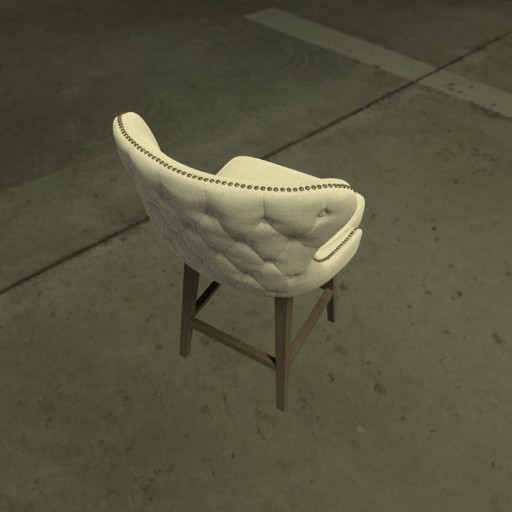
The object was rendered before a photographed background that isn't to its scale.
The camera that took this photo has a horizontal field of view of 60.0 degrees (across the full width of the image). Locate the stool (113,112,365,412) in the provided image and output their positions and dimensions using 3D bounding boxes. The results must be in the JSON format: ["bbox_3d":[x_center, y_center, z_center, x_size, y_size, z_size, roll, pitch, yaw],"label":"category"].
[{"bbox_3d":[0.000,0.000,1.375,0.615,0.972,0.597,23,50,20],"label":"stool"}]
